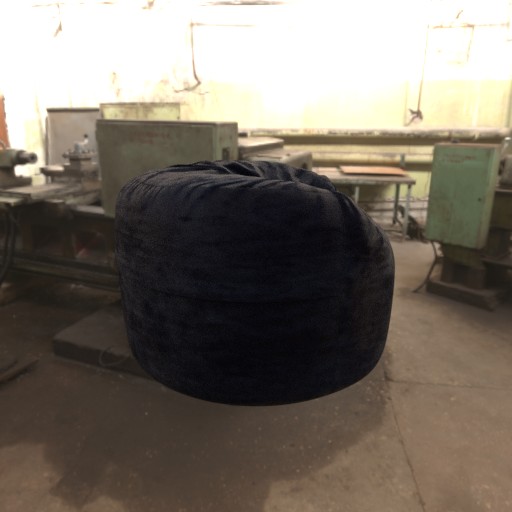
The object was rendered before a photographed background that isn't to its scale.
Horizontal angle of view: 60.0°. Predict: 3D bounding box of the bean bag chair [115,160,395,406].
[{"bbox_3d":[0.000,0.000,1.514,0.918,0.616,0.918,0,17,0],"label":"bean bag chair"}]
